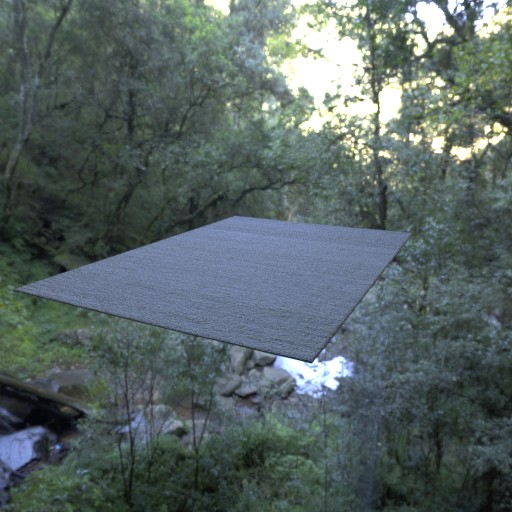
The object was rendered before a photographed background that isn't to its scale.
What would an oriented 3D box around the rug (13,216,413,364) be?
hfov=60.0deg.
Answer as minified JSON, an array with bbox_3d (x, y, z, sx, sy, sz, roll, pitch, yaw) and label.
[{"bbox_3d":[0.000,0.000,4.958,2.782,0.025,3.935,8,18,26],"label":"rug"}]
